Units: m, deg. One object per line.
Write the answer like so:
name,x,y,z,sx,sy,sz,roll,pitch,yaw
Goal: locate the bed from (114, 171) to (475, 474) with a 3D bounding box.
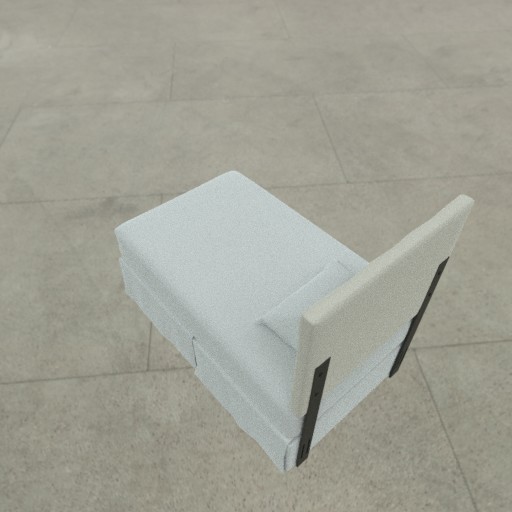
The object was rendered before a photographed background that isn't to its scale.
bed,0.000,0.000,2.969,1.261,1.571,1.997,-32,54,-27
